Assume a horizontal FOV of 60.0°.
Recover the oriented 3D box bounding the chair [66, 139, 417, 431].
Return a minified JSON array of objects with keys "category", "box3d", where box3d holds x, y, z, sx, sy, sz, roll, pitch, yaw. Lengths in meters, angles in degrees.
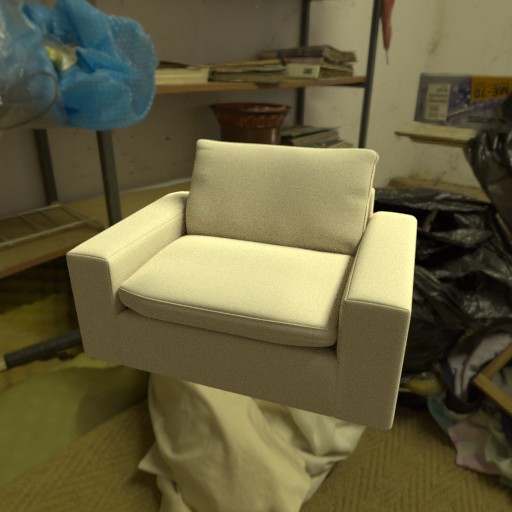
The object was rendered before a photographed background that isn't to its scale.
[{"category":"chair","box3d":[0.000,0.000,2.087,1.398,0.915,1.039,8,26,18]}]
